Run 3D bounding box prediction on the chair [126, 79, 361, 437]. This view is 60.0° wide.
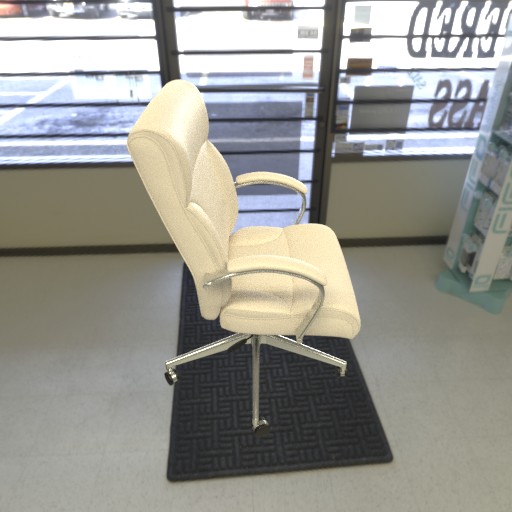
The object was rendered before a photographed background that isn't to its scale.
[{"bbox_3d":[0.000,0.000,1.594,0.745,1.099,0.727,0,33,0],"label":"chair"}]
